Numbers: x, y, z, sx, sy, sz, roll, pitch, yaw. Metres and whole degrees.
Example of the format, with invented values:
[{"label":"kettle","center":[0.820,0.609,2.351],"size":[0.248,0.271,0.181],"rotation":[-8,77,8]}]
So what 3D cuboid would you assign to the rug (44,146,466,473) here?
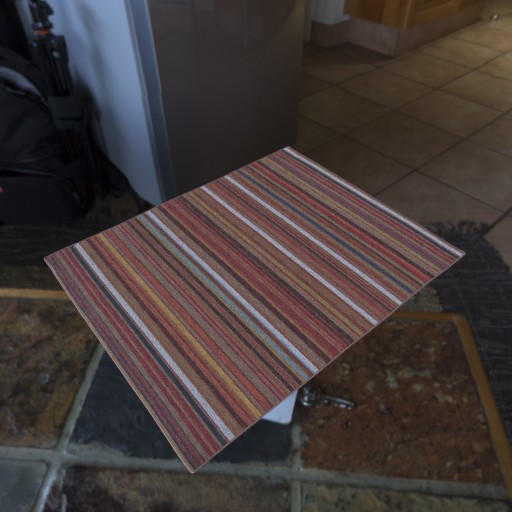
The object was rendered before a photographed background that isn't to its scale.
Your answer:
[{"label":"rug","center":[0.000,0.000,4.133],"size":[3.092,0.023,2.479],"rotation":[-30,52,-27]}]
